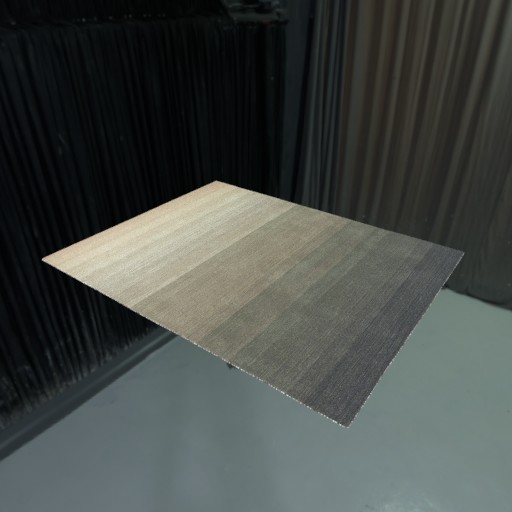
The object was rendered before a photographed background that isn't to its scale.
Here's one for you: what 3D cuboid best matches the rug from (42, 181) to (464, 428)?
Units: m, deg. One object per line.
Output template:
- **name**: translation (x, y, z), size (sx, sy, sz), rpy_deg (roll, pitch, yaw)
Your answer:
- **rug**: translation (0.000, 0.000, 3.905), size (2.932, 0.015, 2.315), rpy_deg (21, 36, 31)
